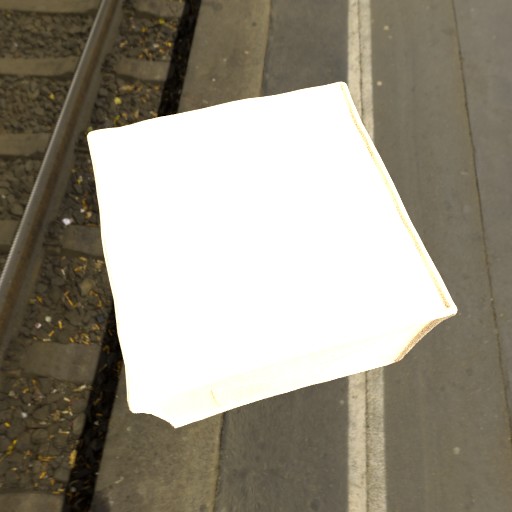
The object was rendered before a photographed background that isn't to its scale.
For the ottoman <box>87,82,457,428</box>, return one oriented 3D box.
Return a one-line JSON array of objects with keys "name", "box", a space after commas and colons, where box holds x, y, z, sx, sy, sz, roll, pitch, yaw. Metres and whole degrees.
[{"name": "ottoman", "box": [0.000, 0.000, 1.176, 0.707, 0.470, 0.696, -15, 65, -7]}]
